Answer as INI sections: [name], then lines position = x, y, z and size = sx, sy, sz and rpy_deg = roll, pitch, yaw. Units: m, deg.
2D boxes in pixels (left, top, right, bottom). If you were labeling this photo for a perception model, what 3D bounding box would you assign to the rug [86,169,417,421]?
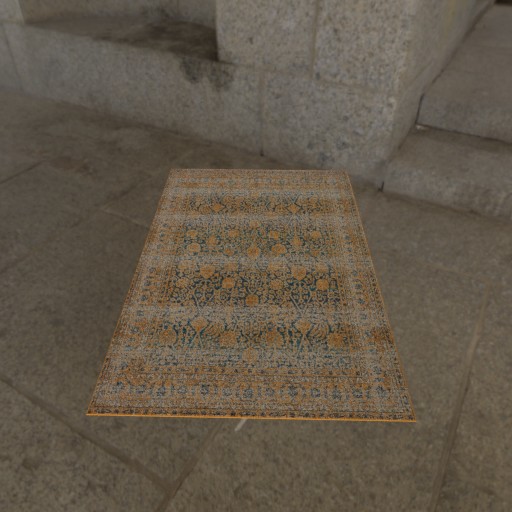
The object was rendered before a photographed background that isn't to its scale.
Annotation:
[rug]
position = 0.000, 0.000, 2.942
size = 1.525, 0.007, 2.336
rpy_deg = 1, 40, 1
